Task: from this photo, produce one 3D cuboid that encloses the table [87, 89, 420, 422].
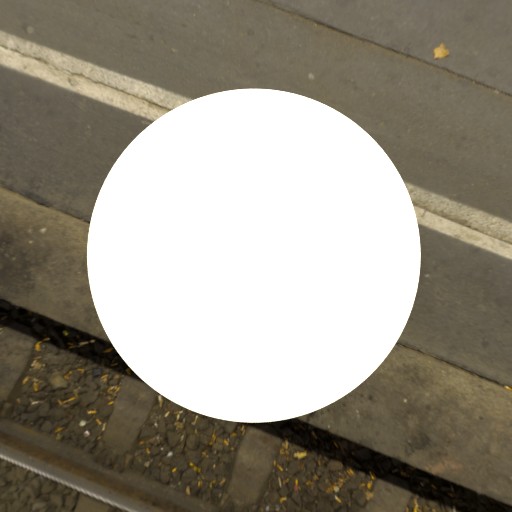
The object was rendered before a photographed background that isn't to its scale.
[{"bbox_3d":[0.000,0.000,0.995,0.600,0.400,0.600,0,90,3],"label":"table"}]
